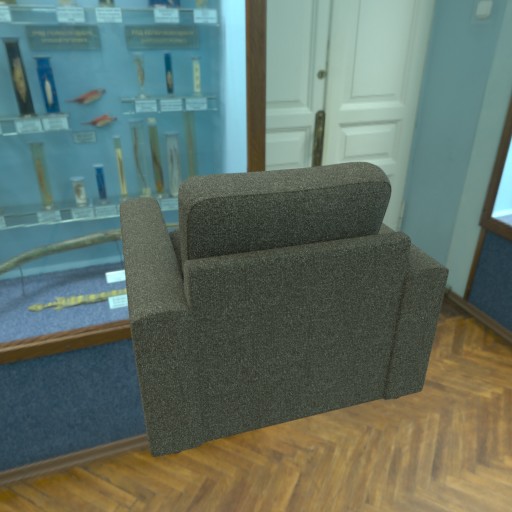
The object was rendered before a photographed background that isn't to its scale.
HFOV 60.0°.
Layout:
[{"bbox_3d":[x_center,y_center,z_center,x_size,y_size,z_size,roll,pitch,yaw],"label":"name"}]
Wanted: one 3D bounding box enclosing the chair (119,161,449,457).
[{"bbox_3d":[0.000,0.000,1.775,1.005,0.873,1.016,-8,28,-15],"label":"chair"}]
